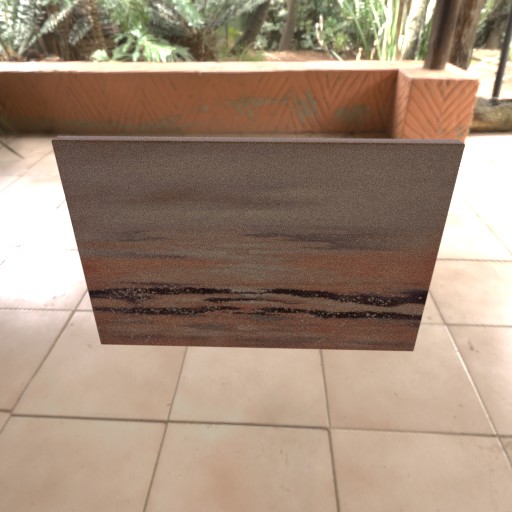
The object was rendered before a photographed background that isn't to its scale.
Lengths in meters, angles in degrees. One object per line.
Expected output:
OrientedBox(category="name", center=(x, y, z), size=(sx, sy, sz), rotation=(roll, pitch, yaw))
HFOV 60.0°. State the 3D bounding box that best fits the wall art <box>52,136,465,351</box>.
OrientedBox(category="wall art", center=(0.000, 0.000, 1.149), size=(0.913, 0.609, 0.038), rotation=(1, 32, 2))
